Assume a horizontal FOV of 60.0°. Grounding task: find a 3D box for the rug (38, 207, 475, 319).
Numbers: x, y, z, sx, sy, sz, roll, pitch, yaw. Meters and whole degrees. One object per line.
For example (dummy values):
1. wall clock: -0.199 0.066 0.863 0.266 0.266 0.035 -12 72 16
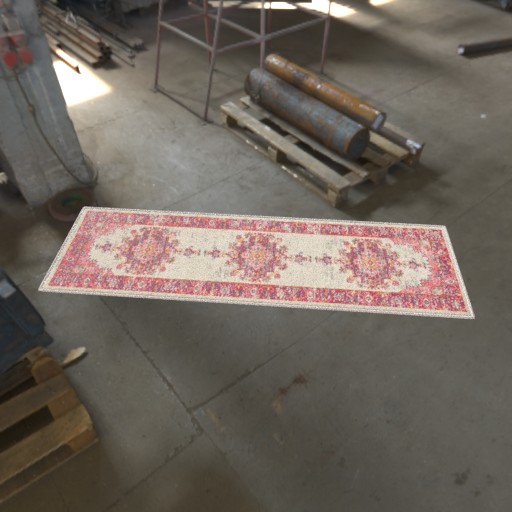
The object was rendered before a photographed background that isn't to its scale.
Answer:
1. rug: 0.000 0.000 2.032 1.824 0.009 0.562 3 46 3
